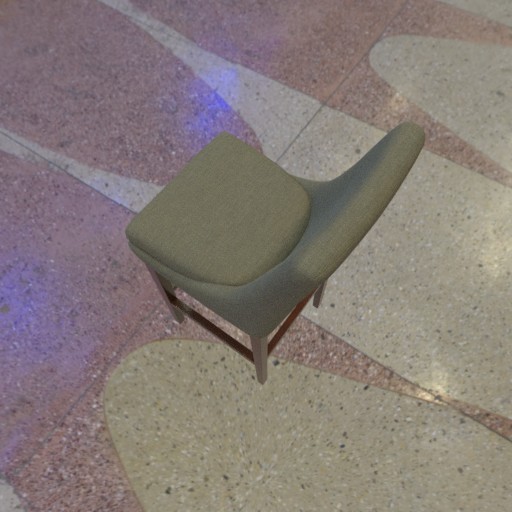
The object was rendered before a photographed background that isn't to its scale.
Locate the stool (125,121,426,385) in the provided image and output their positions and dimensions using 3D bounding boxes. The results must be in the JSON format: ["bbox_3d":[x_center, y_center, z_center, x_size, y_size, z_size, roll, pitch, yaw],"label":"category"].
[{"bbox_3d":[0.000,0.000,1.336,0.577,1.078,0.470,33,67,16],"label":"stool"}]
